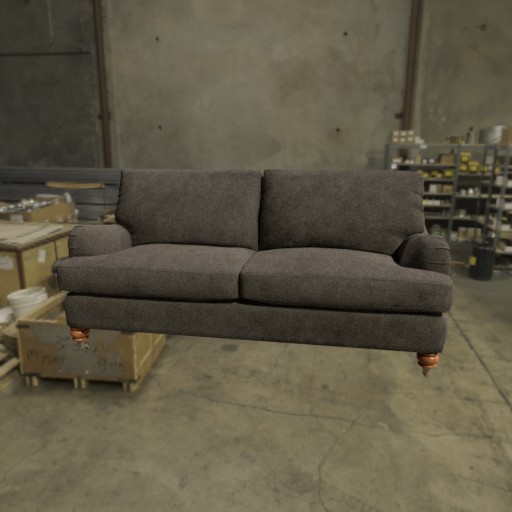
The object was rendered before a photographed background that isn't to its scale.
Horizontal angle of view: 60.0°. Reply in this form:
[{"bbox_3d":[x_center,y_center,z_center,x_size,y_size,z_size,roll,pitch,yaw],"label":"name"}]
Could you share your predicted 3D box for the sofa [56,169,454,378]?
[{"bbox_3d":[0.000,0.000,2.794,2.160,1.054,1.087,2,14,9],"label":"sofa"}]
